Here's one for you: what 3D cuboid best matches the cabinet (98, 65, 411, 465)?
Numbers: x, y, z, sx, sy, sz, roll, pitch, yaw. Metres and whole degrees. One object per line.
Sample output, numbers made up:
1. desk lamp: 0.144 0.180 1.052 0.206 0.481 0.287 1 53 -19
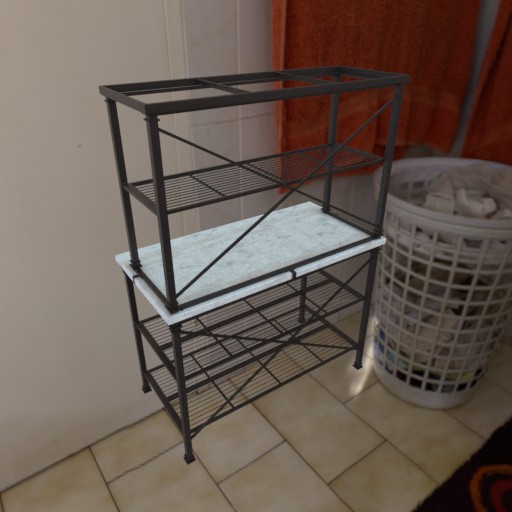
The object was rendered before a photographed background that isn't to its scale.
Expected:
1. cabinet: 0.000 0.000 2.209 1.210 1.659 0.610 -18 34 -29
